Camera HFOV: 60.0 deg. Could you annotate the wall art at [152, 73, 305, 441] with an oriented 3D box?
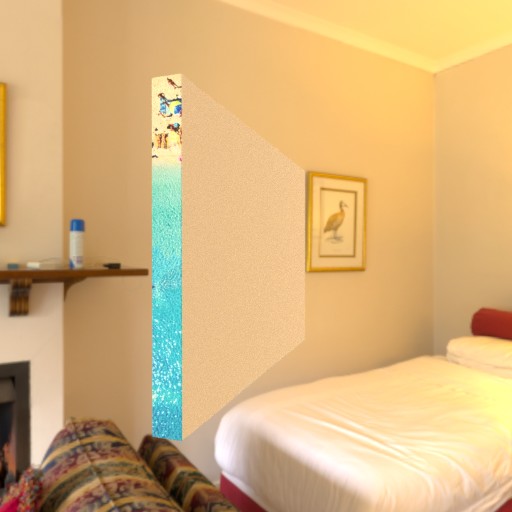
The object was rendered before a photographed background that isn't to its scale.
[{"bbox_3d":[0.000,0.000,0.782,0.039,0.406,0.609,0,0,19],"label":"wall art"}]
